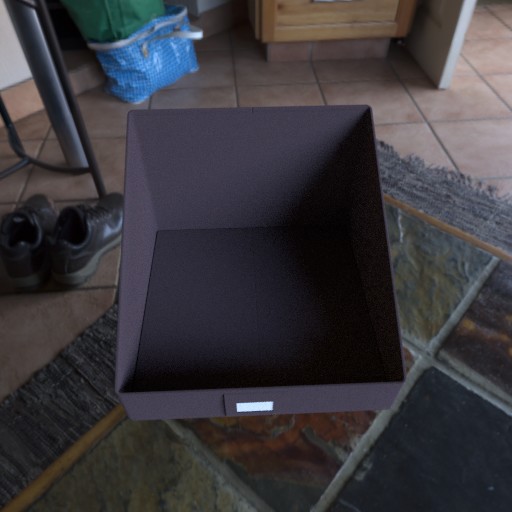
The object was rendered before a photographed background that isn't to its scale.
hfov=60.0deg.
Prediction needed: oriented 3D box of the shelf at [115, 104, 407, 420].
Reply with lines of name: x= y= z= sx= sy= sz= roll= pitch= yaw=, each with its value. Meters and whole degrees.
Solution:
shelf: x=0.000 y=0.000 z=0.507 sx=0.292 sy=0.210 sz=0.292 roll=-2 pitch=47 yaw=-2
